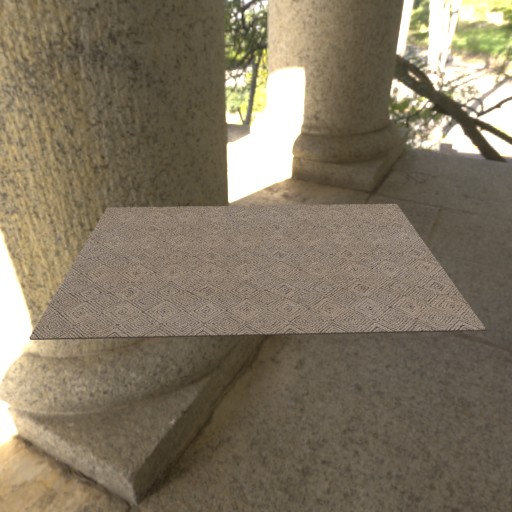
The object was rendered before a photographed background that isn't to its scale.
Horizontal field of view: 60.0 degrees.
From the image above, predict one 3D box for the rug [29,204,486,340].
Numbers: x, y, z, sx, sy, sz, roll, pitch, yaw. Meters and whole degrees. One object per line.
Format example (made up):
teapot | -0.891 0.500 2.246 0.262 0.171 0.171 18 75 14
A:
rug | 0.000 0.000 2.228 1.783 0.008 1.175 -1 31 -1
